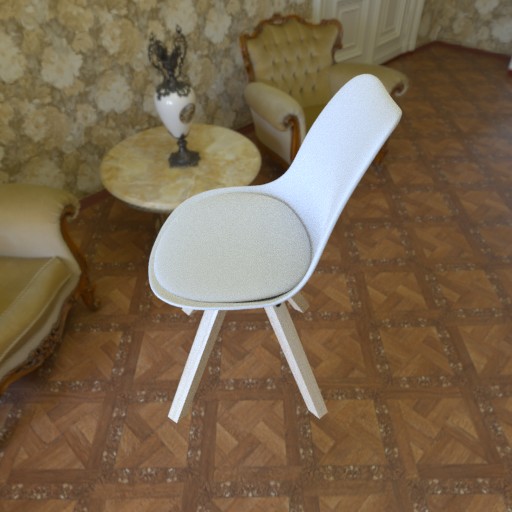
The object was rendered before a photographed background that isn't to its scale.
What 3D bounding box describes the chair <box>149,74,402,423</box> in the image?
[{"bbox_3d":[0.000,0.000,1.161,0.550,0.850,0.485,-1,40,-1],"label":"chair"}]
